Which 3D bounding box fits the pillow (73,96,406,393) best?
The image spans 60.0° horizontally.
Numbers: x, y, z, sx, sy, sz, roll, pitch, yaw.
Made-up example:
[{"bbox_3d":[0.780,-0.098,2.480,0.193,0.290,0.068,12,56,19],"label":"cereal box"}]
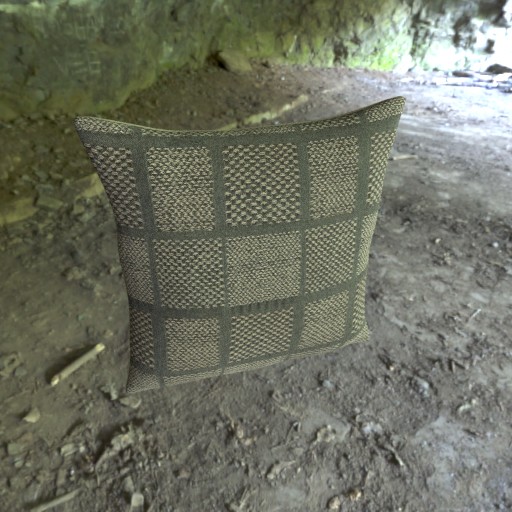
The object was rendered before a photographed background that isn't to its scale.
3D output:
[{"bbox_3d":[0.000,0.000,0.658,0.435,0.432,0.138,-9,31,-15],"label":"pillow"}]
